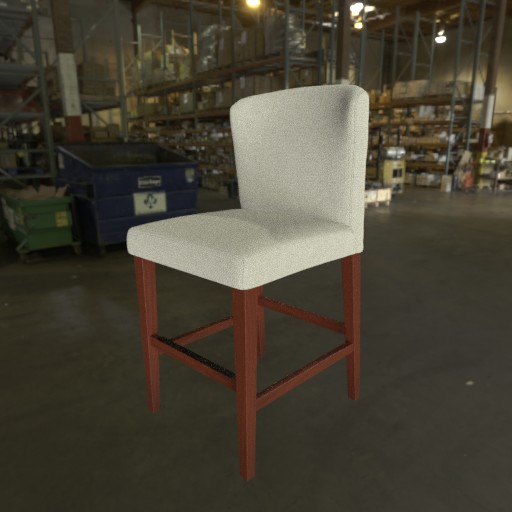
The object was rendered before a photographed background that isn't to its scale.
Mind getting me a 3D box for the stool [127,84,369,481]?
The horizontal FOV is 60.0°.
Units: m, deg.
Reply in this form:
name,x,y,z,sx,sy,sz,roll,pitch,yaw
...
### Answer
name,x,y,z,sx,sy,sz,roll,pitch,yaw
stool,0.000,0.000,1.288,0.481,0.969,0.568,14,20,42
